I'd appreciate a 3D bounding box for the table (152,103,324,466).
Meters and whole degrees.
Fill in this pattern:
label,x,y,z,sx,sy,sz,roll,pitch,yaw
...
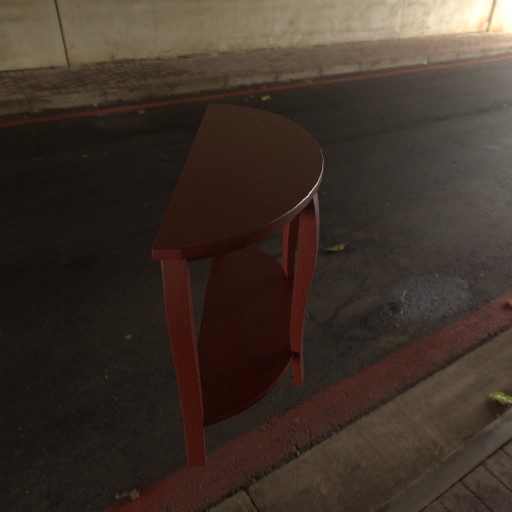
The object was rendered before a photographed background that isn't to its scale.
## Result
label,x,y,z,sx,sy,sz,roll,pitch,yaw
table,0.000,0.000,1.579,0.405,0.779,1.219,0,32,0
